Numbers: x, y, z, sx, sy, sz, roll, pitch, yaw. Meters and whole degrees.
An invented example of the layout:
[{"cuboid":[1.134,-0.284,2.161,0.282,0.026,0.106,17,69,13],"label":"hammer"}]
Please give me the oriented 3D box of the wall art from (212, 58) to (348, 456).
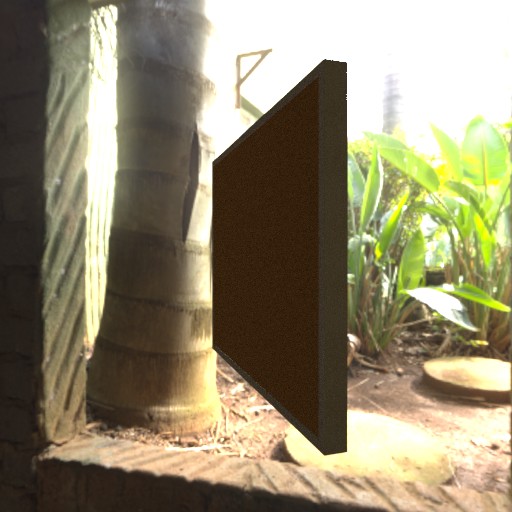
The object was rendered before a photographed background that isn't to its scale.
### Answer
[{"cuboid":[0.000,0.000,1.381,0.053,0.787,1.041,0,0,-18],"label":"wall art"}]
